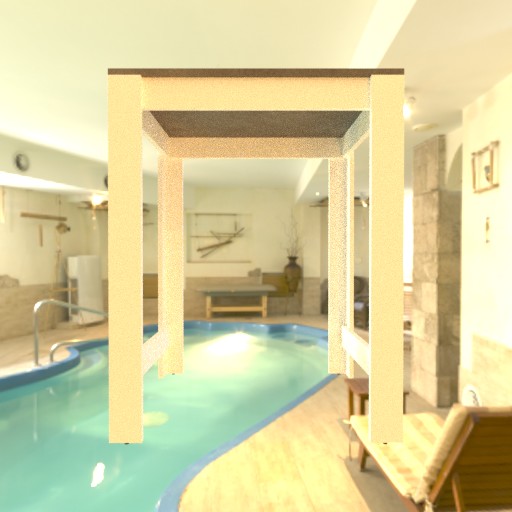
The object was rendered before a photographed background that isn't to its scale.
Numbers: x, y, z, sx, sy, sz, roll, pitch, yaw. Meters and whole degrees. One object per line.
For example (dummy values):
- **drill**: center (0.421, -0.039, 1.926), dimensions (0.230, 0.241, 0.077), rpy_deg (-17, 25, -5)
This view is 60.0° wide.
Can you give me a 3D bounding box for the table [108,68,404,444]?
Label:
- **table**: center (0.000, 0.000, 1.550), dimensions (0.800, 1.020, 0.700), rpy_deg (0, 1, 0)
